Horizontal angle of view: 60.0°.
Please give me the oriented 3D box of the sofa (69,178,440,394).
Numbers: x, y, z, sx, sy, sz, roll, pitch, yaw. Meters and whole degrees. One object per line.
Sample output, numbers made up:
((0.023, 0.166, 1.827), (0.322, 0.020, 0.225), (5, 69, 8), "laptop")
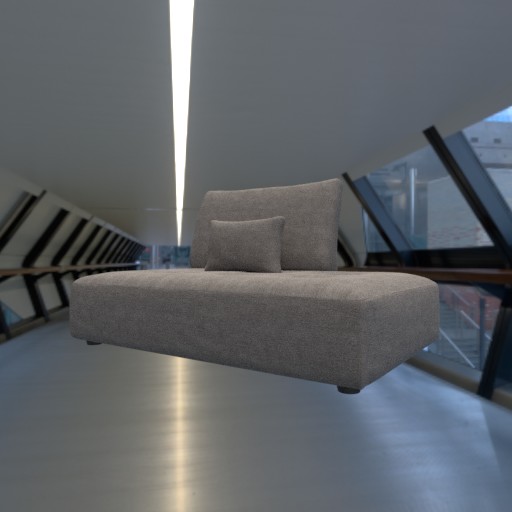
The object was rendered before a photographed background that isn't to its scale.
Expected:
((0.000, 0.000, 2.054), (1.450, 0.820, 1.002), (0, 0, 35), "sofa")
